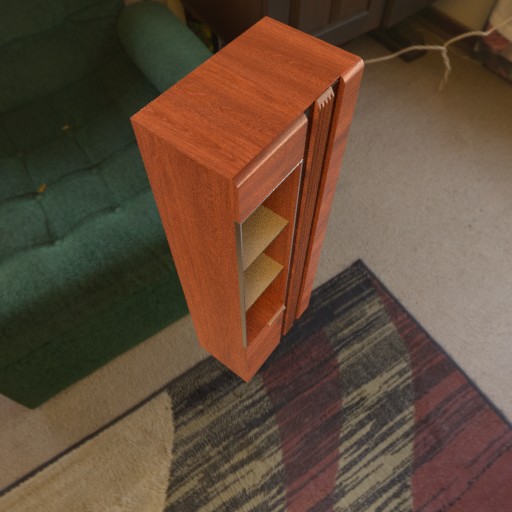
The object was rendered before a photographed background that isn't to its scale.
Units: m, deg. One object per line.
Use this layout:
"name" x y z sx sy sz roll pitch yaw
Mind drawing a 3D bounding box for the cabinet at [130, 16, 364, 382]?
"cabinet" 0.000 0.000 2.208 0.420 1.980 0.660 33 64 19
